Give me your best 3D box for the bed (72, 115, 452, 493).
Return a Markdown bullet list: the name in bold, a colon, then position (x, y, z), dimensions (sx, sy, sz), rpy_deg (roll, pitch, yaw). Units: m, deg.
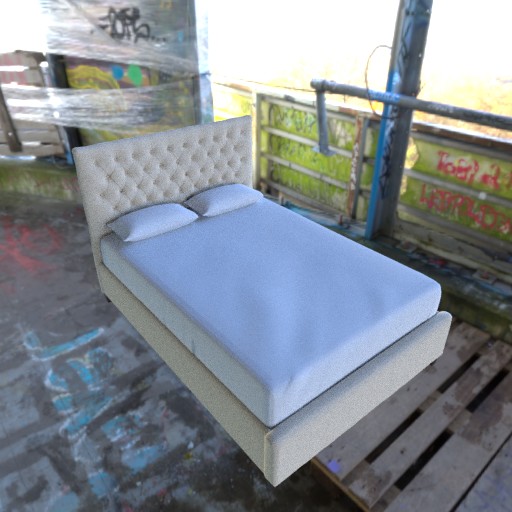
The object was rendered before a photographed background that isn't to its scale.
- **bed**: position (0.000, 0.000, 3.340), dimensions (1.698, 1.427, 2.387), rpy_deg (-22, 38, -33)
